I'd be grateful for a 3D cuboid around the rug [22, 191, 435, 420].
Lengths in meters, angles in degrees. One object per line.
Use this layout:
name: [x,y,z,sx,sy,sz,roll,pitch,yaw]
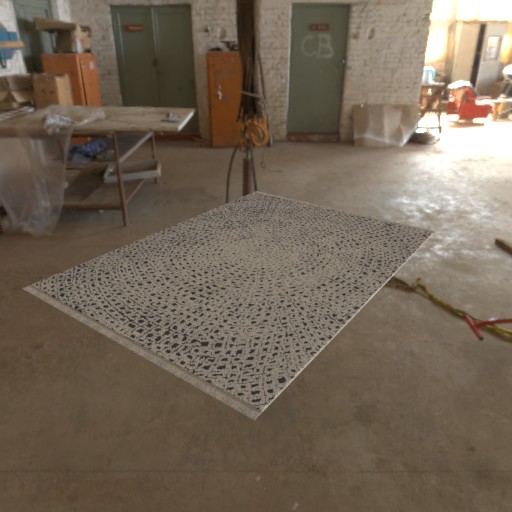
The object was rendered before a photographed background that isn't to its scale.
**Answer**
rug: [0.000,0.000,2.099,1.190,0.003,1.634,18,31,32]
